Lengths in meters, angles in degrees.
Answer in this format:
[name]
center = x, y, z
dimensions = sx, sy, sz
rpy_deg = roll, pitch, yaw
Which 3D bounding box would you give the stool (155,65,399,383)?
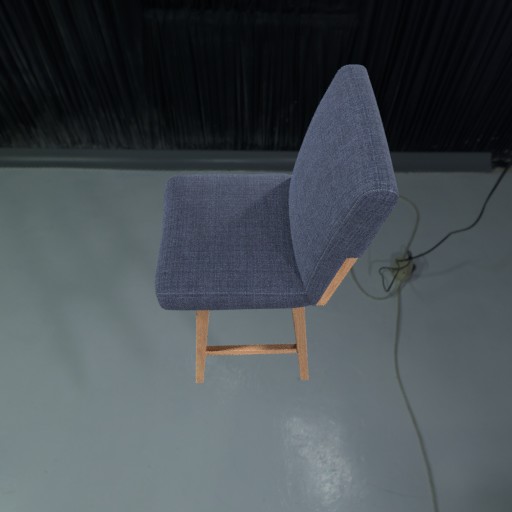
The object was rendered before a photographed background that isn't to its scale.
[stool]
center = 0.000, 0.000, 1.428
dimensions = 0.570, 1.112, 0.483
rpy_deg = -1, 58, -1
